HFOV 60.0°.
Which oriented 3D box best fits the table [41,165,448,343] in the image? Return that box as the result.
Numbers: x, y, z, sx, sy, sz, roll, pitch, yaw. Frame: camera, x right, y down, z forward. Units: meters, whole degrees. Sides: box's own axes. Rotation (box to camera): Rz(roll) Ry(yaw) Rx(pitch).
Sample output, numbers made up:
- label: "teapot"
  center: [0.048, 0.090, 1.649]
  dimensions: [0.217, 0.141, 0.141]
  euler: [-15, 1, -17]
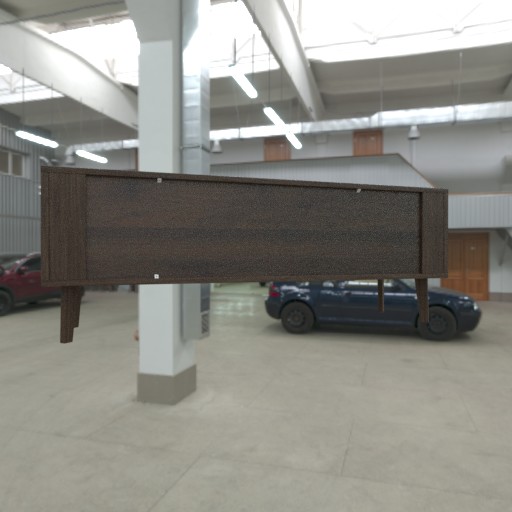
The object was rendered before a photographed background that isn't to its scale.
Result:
- label: "table"
  center: [0.000, 0.000, 1.646]
  dimensions: [1.397, 0.508, 0.405]
  euler: [0, 0, -18]
